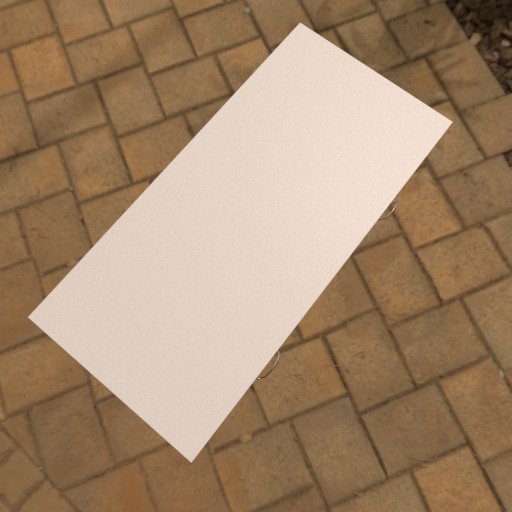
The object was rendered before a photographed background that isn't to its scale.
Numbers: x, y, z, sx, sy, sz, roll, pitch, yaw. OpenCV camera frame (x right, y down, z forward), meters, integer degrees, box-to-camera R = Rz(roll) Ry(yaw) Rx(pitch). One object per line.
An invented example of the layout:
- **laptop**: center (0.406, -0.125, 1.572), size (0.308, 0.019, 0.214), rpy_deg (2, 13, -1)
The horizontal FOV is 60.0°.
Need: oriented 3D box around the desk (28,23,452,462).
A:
- **desk**: center (0.000, 0.000, 1.478), size (0.525, 0.780, 1.057), rpy_deg (38, 78, 9)
